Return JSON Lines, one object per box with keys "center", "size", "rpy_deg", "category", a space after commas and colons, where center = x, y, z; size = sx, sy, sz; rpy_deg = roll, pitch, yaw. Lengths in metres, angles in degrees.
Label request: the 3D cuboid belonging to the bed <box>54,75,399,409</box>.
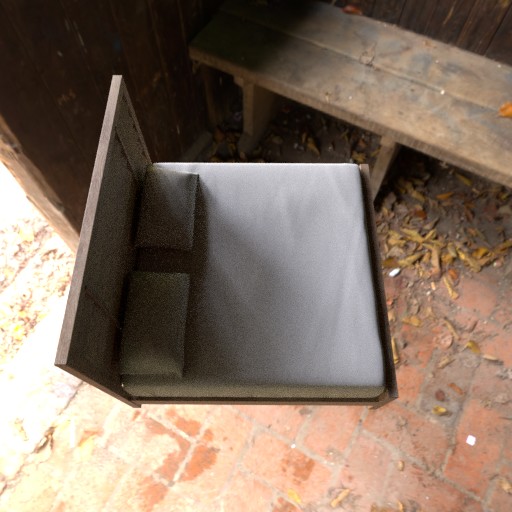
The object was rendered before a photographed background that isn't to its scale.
{"center": [0.000, 0.000, 3.401], "size": [2.032, 1.626, 2.032], "rpy_deg": [0, 64, 0], "category": "bed"}
